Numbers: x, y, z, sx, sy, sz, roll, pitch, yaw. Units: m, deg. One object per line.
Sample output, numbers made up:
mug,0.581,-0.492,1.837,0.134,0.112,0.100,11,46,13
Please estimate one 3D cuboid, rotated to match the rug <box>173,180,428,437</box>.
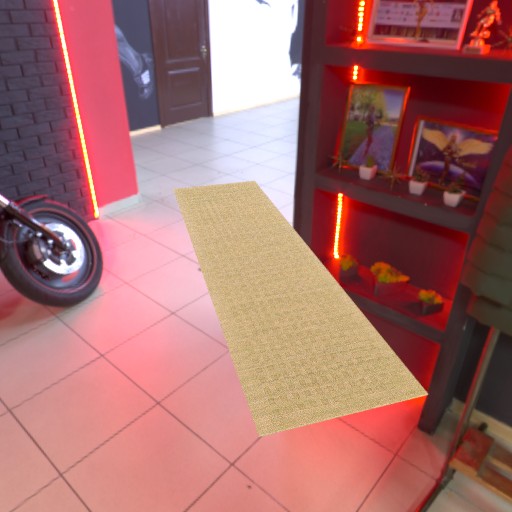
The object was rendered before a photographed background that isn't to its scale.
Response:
rug,0.000,0.000,2.656,0.686,0.006,2.437,-8,31,-14
